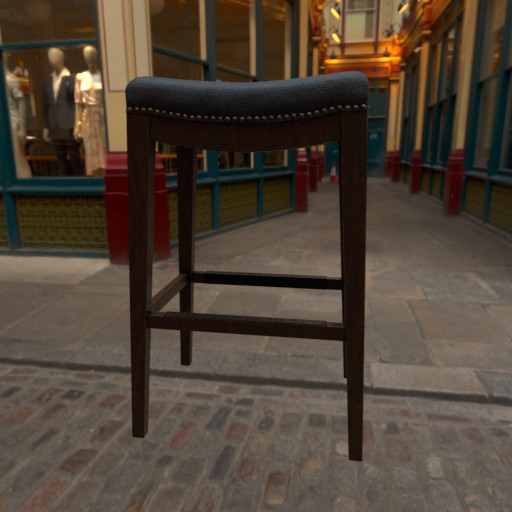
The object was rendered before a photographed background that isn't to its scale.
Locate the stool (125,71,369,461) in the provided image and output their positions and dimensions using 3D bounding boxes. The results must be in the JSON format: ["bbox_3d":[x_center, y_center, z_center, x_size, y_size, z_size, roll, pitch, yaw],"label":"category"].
[{"bbox_3d":[0.000,0.000,1.028,0.500,0.765,0.361,2,14,9],"label":"stool"}]
